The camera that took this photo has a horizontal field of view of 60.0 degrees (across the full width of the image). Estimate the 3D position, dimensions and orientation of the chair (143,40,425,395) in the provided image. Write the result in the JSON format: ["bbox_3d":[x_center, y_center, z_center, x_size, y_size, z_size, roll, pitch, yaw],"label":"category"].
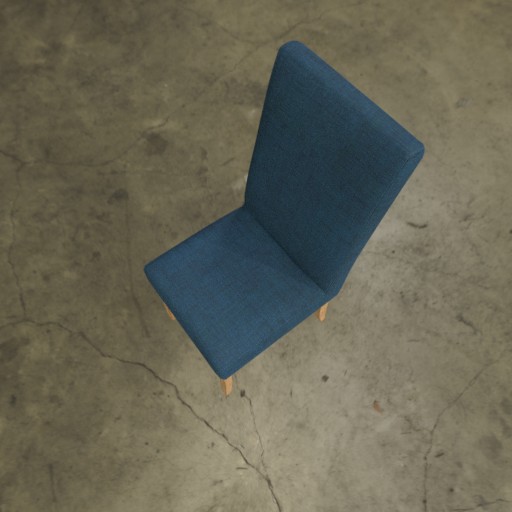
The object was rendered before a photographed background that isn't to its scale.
[{"bbox_3d":[0.000,0.000,1.391,0.610,1.029,0.450,-35,69,-16],"label":"chair"}]
